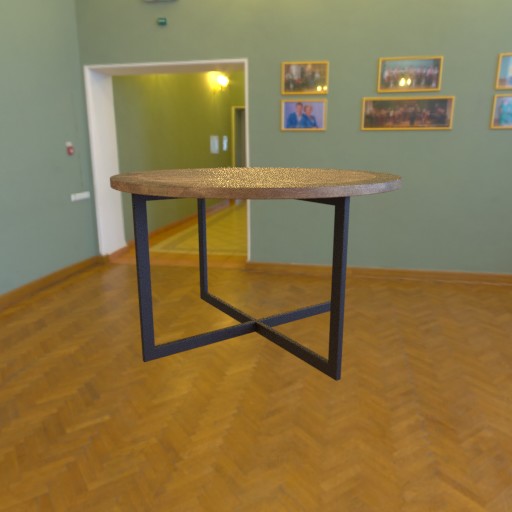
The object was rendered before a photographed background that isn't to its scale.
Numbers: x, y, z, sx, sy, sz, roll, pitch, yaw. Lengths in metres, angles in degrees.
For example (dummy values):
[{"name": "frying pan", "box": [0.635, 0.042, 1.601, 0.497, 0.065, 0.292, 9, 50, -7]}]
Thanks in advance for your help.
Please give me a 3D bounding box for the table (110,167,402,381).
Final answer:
[{"name": "table", "box": [0.000, 0.000, 2.102, 1.264, 0.762, 1.264, 0, 14, 0]}]
